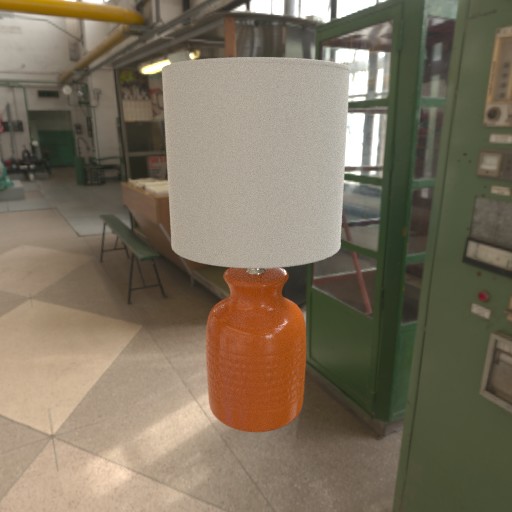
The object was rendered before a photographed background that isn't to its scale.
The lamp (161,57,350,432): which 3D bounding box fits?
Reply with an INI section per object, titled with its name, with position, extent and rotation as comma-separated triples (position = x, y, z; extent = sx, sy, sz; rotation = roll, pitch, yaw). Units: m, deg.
[lamp]
position = 0.000, 0.000, 1.122
extent = 0.418, 0.871, 0.418
rotation = -9, 19, -26
